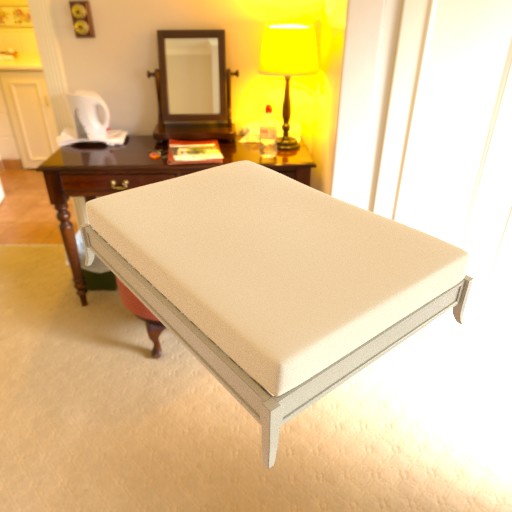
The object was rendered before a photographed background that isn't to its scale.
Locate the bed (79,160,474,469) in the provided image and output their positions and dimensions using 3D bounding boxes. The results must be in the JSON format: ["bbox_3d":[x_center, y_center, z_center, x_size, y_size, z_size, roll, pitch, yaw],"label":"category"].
[{"bbox_3d":[0.000,0.000,2.674,1.460,0.510,1.985,-22,37,-33],"label":"bed"}]
